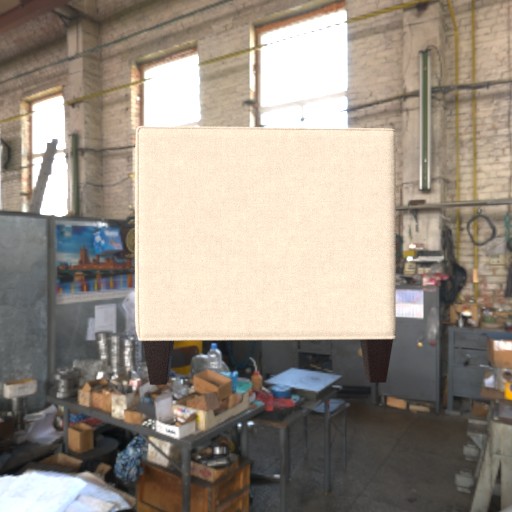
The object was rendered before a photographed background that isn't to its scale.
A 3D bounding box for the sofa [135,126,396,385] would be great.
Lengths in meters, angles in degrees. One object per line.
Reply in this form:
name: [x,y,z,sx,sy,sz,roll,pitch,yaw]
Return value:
sofa: [0.000,0.000,2.181,0.775,0.762,1.778,0,0,-2]
